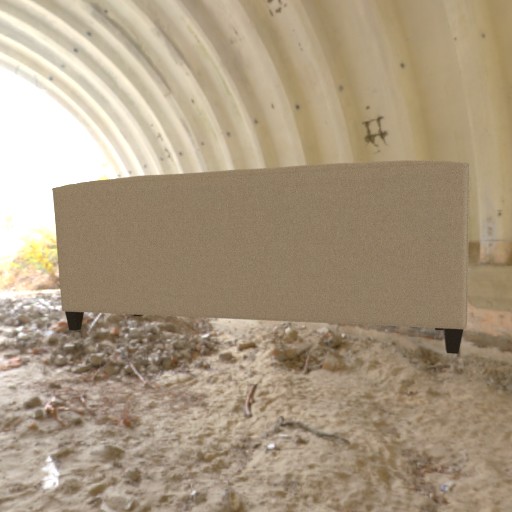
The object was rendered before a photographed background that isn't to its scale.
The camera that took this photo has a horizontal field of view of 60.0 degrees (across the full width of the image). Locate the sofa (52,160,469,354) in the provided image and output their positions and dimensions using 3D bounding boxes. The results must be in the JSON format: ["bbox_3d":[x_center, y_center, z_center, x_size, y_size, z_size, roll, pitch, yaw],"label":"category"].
[{"bbox_3d":[0.000,0.000,2.683,2.235,0.901,0.914,0,0,18],"label":"sofa"}]
